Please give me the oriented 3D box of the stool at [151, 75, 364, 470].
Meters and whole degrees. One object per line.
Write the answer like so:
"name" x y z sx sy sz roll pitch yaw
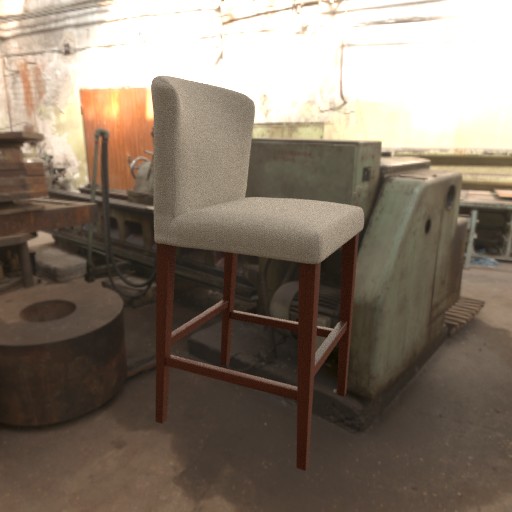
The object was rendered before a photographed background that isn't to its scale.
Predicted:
"stool" 0.000 0.000 1.384 0.568 1.069 0.481 7 16 25
